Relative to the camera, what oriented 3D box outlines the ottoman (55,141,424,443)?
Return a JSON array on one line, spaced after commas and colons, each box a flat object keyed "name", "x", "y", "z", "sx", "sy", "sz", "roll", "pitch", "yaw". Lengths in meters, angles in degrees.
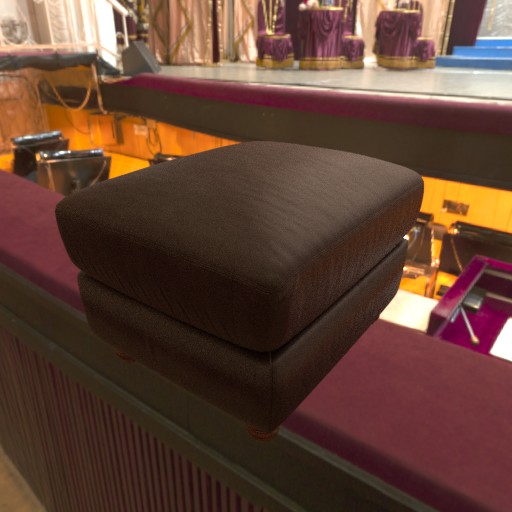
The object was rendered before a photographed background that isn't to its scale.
[{"name": "ottoman", "x": 0.000, "y": 0.000, "z": 1.256, "sx": 0.670, "sy": 0.569, "sz": 0.806, "roll": 18, "pitch": 31, "yaw": 32}]
